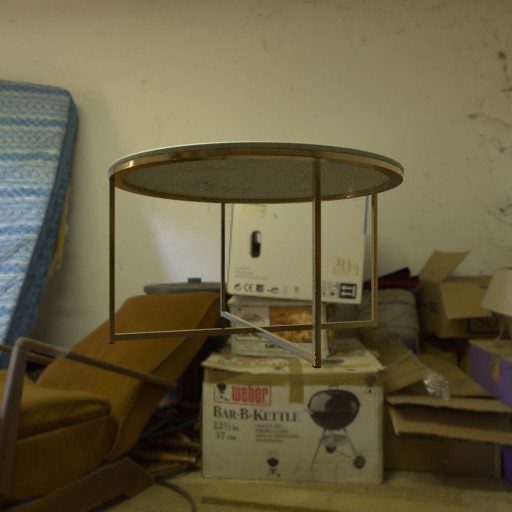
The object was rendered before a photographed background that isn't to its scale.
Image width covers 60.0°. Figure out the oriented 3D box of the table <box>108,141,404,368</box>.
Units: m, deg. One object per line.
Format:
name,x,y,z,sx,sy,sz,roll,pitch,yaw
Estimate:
table,0.000,0.000,1.262,0.800,0.450,0.800,0,0,0
